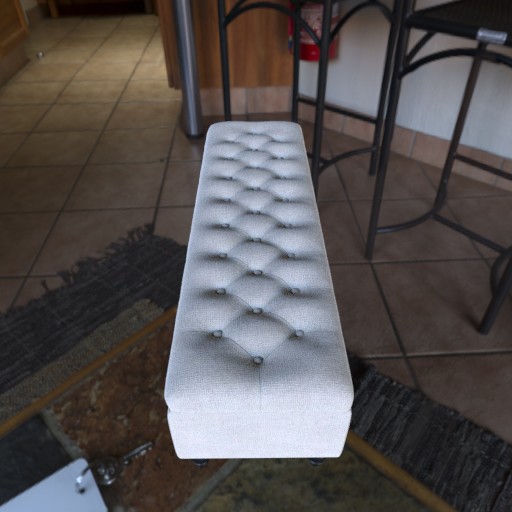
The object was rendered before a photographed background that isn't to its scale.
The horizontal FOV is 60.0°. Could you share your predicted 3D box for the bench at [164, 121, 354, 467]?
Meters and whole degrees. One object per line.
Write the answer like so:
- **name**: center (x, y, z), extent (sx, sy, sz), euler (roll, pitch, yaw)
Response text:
- **bench**: center (0.000, 0.000, 1.701), extent (0.455, 0.467, 1.480), euler (0, 41, 0)
